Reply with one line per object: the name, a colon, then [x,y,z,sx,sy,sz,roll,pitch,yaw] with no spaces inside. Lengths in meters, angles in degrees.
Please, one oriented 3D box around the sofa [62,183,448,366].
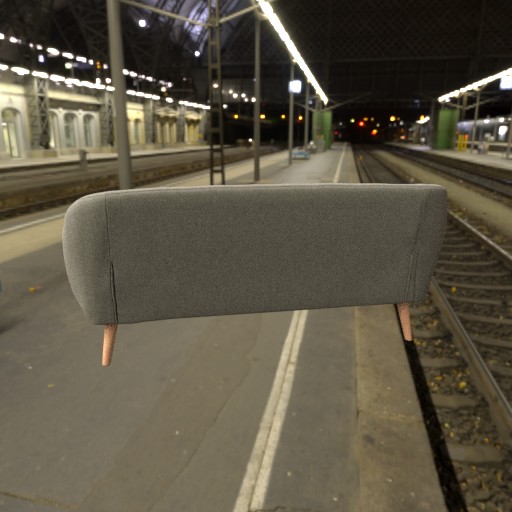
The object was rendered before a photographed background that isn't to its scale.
sofa: [0.000,0.000,2.308,1.840,0.820,0.820,-3,15,-10]
